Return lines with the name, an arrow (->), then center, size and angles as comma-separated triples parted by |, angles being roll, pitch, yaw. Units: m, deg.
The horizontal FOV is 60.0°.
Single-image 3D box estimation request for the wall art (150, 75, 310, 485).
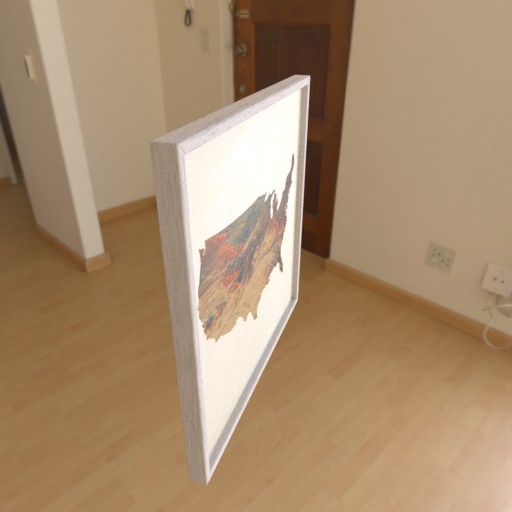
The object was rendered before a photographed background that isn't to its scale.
wall art -> 0.000, 0.000, 1.887 | 0.078, 1.288, 1.287 | 10, 31, 17
